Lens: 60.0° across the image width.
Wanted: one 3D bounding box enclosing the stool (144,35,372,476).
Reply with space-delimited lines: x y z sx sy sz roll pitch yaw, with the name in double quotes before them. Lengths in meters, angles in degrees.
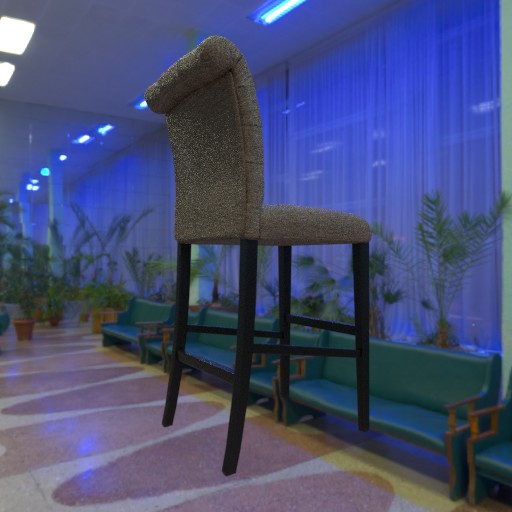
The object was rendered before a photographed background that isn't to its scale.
"stool" 0.000 0.000 1.439 0.613 1.131 0.452 0 0 -35
